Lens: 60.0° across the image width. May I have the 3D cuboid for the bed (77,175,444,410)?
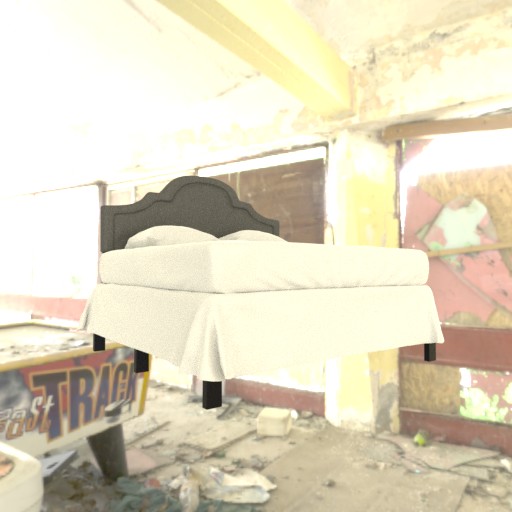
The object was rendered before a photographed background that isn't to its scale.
[{"bbox_3d":[0.000,0.000,3.672,2.303,1.631,2.222,1,-2,-36],"label":"bed"}]
